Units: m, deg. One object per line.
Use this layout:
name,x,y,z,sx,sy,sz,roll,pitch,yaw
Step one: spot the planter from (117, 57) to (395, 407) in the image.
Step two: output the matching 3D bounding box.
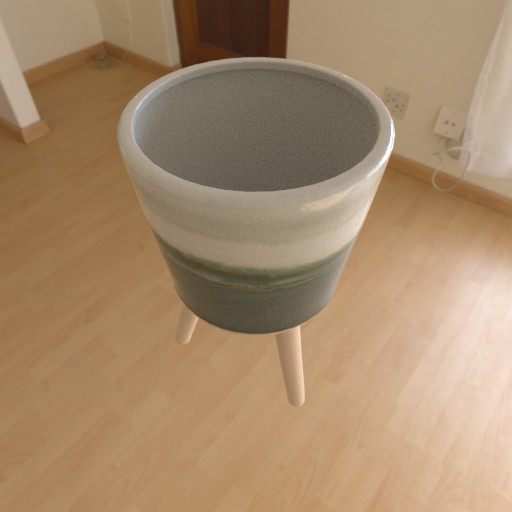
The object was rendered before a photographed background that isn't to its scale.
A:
planter,0.000,0.000,0.472,0.217,0.331,0.217,10,48,9
